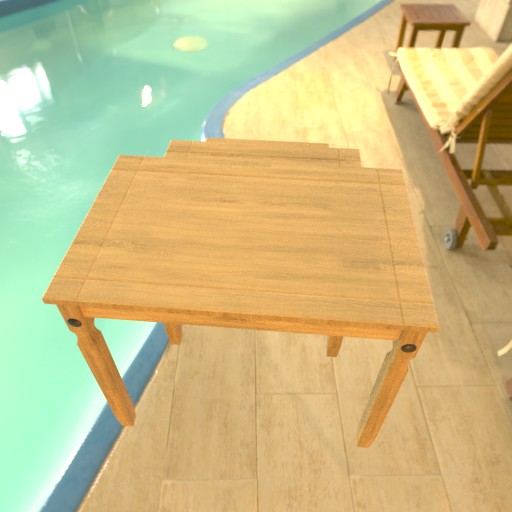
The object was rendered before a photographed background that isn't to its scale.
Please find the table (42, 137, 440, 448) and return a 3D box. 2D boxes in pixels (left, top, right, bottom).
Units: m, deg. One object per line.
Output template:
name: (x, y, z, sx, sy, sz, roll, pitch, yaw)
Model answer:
table: (0.000, 0.000, 1.187, 0.660, 0.535, 0.773, 4, 46, 4)
